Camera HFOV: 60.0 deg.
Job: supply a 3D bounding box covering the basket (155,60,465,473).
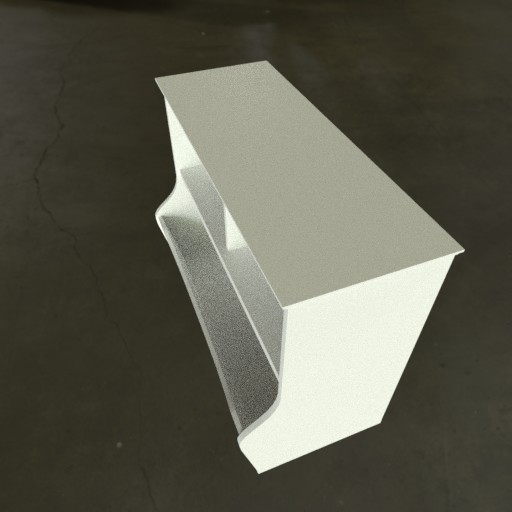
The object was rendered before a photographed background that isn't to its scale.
[{"bbox_3d":[0.000,0.000,1.113,0.376,0.625,0.792,-16,47,-15],"label":"basket"}]
